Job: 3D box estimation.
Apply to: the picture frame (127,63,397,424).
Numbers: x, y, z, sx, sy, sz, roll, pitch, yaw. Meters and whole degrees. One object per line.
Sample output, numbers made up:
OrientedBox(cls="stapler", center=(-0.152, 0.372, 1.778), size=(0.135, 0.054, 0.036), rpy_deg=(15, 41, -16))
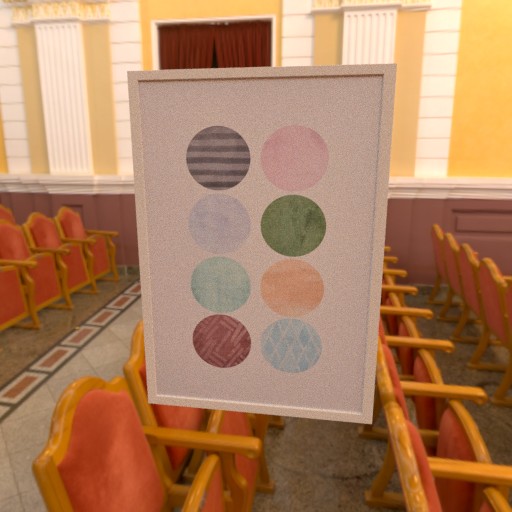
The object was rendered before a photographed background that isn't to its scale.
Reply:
OrientedBox(cls="picture frame", center=(0.000, 0.000, 1.186), size=(0.659, 0.940, 0.013), rpy_deg=(2, 14, 9))
